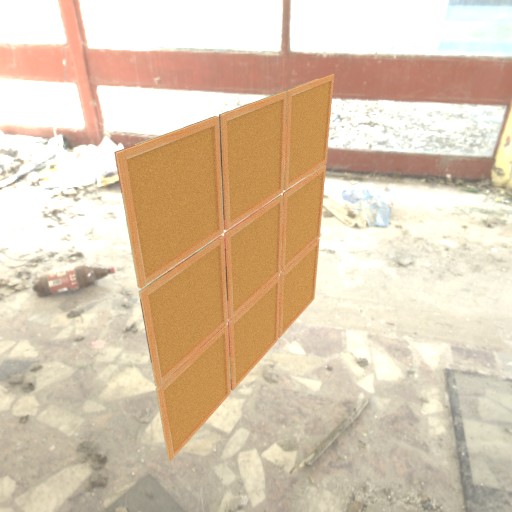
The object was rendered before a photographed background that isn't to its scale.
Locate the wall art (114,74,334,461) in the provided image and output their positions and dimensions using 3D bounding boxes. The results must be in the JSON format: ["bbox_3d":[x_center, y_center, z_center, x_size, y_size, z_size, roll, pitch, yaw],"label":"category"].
[{"bbox_3d":[0.000,0.000,1.809,0.013,1.220,1.216,19,37,28],"label":"wall art"}]
